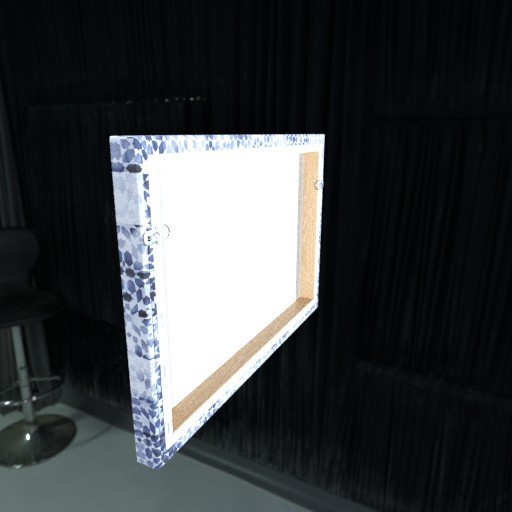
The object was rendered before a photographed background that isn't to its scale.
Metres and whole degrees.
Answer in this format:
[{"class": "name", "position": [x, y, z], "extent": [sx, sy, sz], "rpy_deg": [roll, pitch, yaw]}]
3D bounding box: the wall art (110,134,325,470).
[{"class": "wall art", "position": [0.000, 0.000, 1.153], "extent": [0.057, 0.608, 0.911], "rpy_deg": [8, 17, 26]}]
